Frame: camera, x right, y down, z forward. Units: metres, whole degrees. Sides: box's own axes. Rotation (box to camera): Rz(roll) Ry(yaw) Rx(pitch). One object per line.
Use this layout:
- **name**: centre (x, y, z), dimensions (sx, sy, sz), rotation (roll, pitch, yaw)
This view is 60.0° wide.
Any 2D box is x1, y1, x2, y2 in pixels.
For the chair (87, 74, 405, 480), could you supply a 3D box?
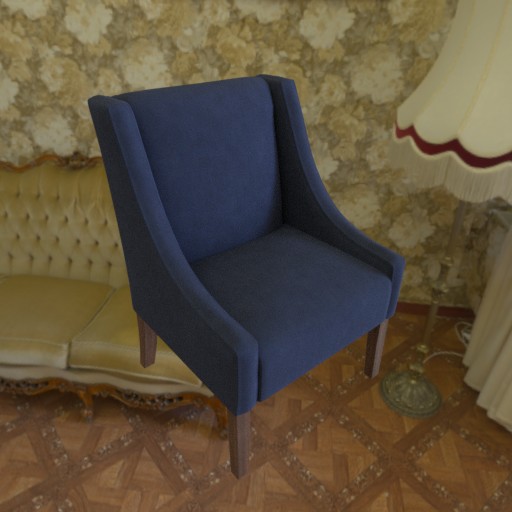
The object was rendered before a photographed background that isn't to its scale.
- **chair**: centre (0.000, 0.000, 1.301), dimensions (0.629, 0.895, 0.629), rotation (-23, 37, -33)
